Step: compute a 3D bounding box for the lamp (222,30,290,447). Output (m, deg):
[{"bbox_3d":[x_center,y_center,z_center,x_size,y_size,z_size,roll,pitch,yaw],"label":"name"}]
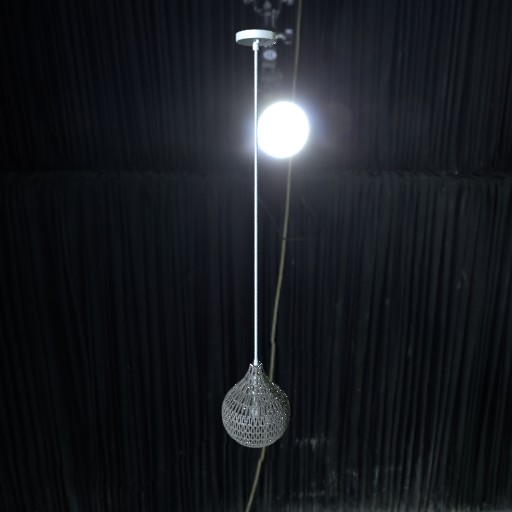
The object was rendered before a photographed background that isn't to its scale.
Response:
[{"bbox_3d":[0.000,0.000,2.099,0.355,1.919,0.355,-2,15,-9],"label":"lamp"}]
